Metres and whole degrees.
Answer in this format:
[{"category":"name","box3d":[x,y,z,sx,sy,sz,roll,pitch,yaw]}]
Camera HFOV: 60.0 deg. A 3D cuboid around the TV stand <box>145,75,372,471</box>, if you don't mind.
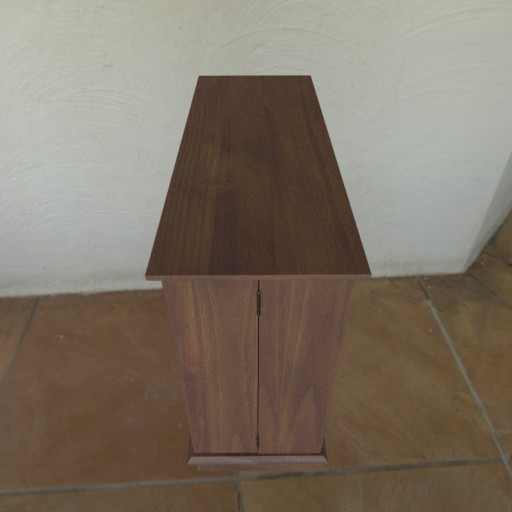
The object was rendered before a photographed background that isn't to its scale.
[{"category":"TV stand","box3d":[0.000,0.000,1.462,0.406,0.813,1.067,0,40,0]}]
